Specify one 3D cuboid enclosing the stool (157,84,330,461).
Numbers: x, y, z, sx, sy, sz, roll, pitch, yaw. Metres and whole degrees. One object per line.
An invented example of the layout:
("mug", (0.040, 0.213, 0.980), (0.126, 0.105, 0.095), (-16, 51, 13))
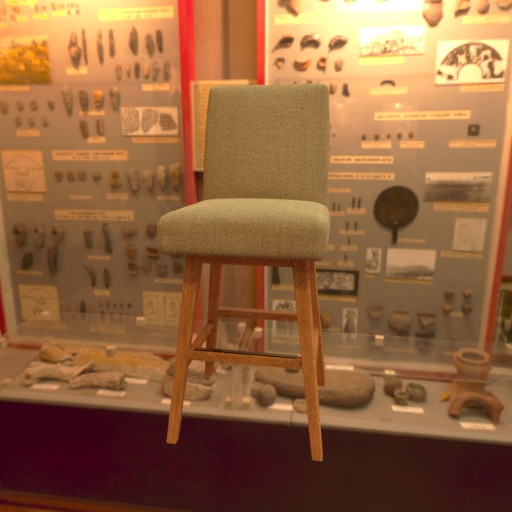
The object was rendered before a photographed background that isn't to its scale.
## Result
("stool", (0.000, 0.000, 1.443), (0.483, 1.106, 0.569), (2, 15, 10))
